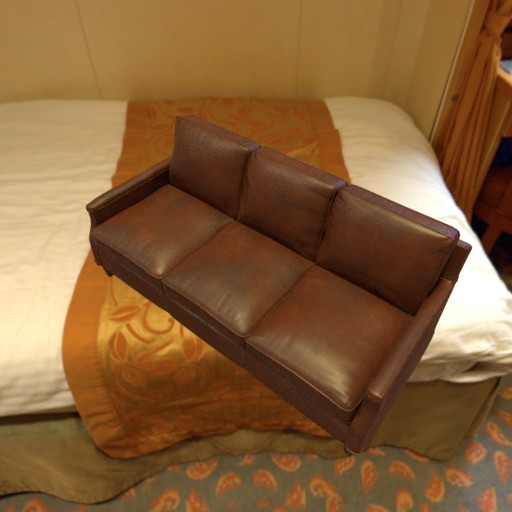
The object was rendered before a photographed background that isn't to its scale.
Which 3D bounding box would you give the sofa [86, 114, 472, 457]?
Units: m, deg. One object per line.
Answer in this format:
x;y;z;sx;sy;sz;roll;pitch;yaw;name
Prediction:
0.000;0.000;2.824;2.240;1.003;1.084;30;52;27;sofa
